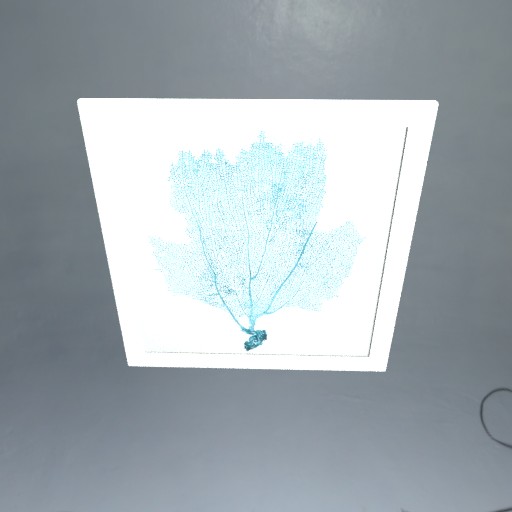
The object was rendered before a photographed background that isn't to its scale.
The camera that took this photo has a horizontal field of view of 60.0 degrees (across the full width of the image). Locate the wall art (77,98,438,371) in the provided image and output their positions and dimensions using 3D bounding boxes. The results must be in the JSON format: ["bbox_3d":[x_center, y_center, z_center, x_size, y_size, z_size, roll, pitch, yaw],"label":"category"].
[{"bbox_3d":[0.000,0.000,0.866,0.584,0.584,0.013,1,30,1],"label":"wall art"}]
